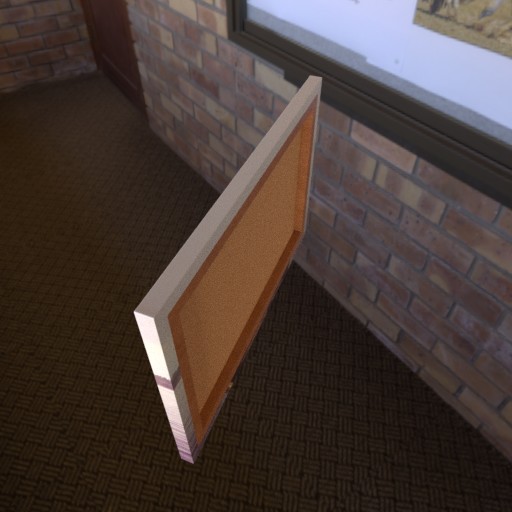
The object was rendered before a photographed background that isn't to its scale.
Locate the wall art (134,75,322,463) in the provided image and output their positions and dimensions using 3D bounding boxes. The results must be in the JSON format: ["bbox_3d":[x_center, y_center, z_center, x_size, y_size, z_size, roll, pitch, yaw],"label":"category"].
[{"bbox_3d":[0.000,0.000,1.193,0.037,0.609,0.916,16,48,15],"label":"wall art"}]
